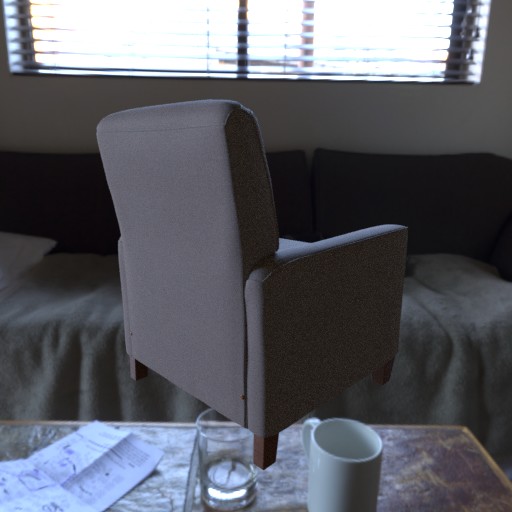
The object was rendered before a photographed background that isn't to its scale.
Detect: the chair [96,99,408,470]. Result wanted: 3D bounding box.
[{"bbox_3d":[0.000,0.000,1.641,0.859,1.023,0.845,-13,19,-43],"label":"chair"}]
